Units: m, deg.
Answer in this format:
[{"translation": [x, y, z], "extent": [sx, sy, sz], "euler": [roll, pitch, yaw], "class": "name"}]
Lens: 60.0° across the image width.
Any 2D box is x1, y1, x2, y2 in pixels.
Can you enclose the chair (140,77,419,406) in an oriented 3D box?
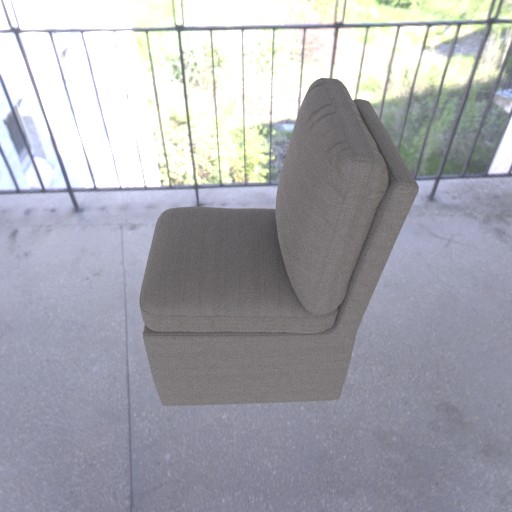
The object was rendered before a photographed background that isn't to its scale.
[{"translation": [0.000, 0.000, 1.375], "extent": [0.698, 0.927, 0.503], "euler": [-1, 41, -2], "class": "chair"}]
